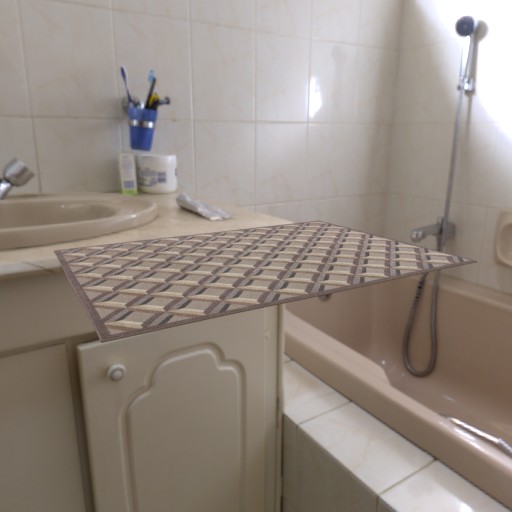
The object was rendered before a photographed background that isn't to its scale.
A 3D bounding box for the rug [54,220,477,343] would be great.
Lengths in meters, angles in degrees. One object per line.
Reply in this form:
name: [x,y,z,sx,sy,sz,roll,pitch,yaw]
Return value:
rug: [0.000,0.000,2.877,2.260,0.013,1.600,-8,17,-29]
